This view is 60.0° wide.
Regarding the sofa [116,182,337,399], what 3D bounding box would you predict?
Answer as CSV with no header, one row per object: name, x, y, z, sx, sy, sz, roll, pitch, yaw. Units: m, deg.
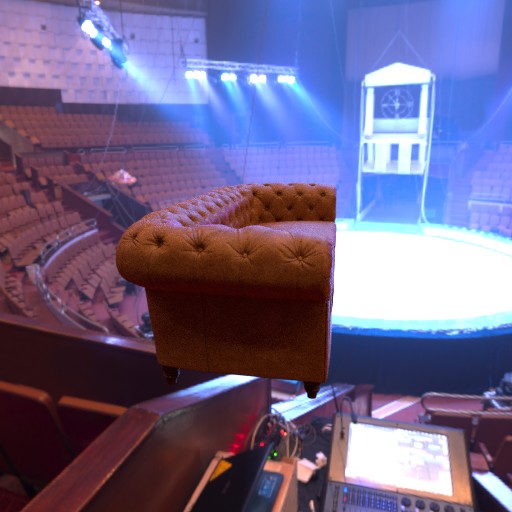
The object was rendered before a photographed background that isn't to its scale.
sofa,0.000,0.000,2.788,0.989,0.760,2.365,3,14,10
